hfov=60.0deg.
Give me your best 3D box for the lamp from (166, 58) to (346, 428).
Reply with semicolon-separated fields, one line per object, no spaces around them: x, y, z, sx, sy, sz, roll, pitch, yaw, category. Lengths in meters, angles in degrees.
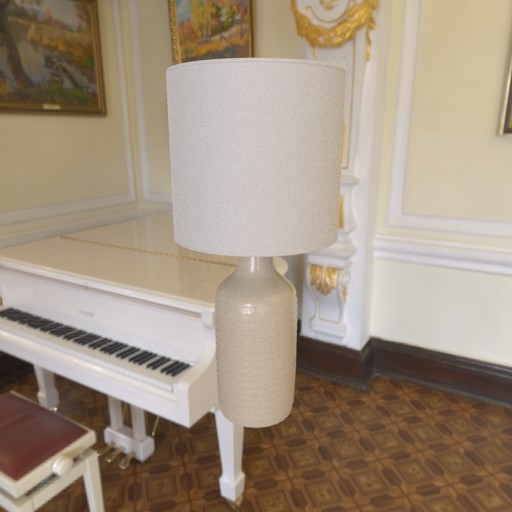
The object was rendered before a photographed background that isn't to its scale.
0.000;0.000;0.616;0.220;0.475;0.220;14;20;41;lamp
